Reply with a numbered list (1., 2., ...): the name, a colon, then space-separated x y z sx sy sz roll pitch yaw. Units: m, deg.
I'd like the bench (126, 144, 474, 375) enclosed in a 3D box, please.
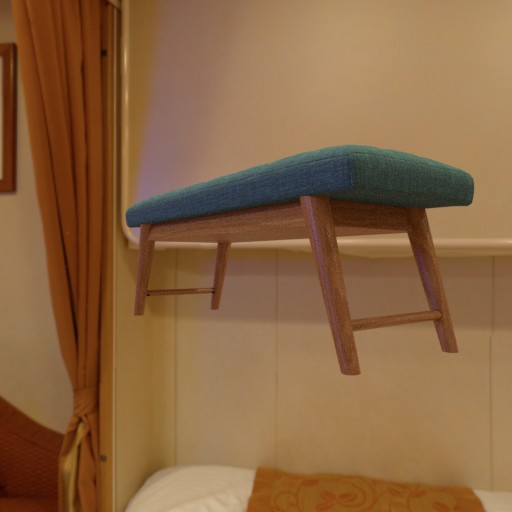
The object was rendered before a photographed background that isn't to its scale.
1. bench: 0.000 0.000 1.319 0.406 0.432 1.118 0 -1 -36
